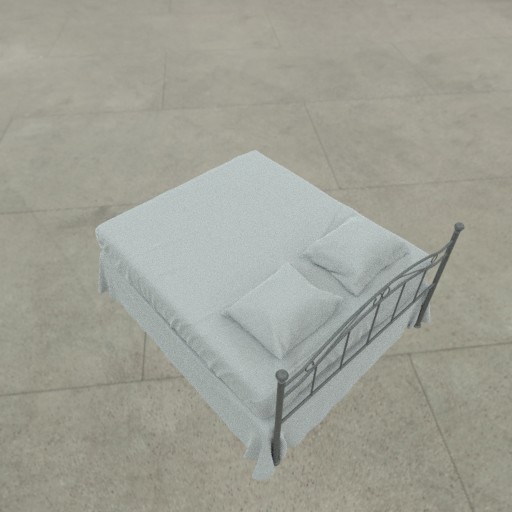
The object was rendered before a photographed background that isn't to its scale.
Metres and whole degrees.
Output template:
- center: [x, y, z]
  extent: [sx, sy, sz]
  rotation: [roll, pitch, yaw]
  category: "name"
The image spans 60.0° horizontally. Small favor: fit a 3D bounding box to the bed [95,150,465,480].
- center: [0.000, 0.000, 3.368]
  extent: [1.936, 1.080, 2.215]
  rotation: [-33, 53, -28]
  category: "bed"
